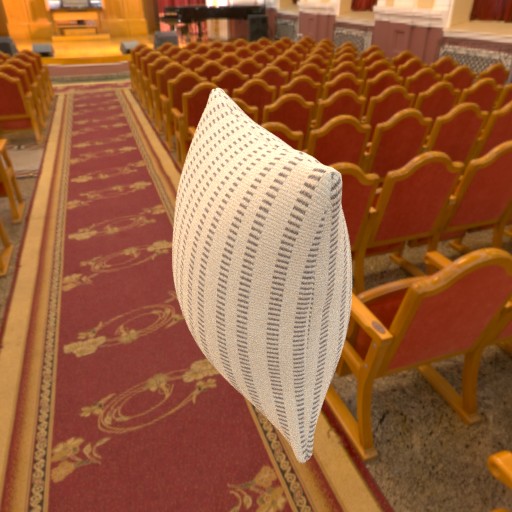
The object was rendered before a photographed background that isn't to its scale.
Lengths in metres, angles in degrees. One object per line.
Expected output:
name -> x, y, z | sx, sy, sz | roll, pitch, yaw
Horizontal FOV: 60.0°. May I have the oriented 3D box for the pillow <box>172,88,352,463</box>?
pillow -> 0.000, 0.000, 0.677 | 0.247, 0.419, 0.438 | -10, 32, -16
